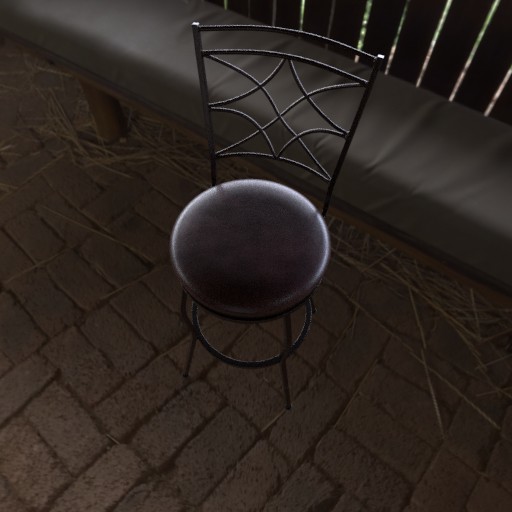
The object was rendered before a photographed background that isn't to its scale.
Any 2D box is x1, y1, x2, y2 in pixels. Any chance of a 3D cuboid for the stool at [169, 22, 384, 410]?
[{"bbox_3d":[0.000,0.000,1.328,0.434,1.117,0.534,15,58,9],"label":"stool"}]
